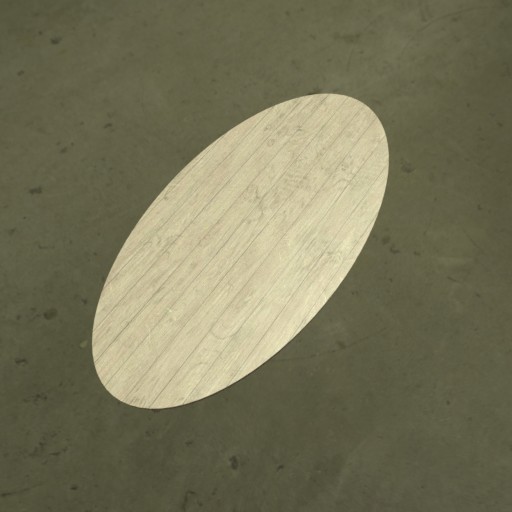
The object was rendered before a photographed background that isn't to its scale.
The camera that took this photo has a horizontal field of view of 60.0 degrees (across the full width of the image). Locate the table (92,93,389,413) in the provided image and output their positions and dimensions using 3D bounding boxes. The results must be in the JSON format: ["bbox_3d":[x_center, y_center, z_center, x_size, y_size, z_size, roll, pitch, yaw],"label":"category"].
[{"bbox_3d":[0.000,0.000,1.345,0.542,0.390,1.083,32,68,15],"label":"table"}]
